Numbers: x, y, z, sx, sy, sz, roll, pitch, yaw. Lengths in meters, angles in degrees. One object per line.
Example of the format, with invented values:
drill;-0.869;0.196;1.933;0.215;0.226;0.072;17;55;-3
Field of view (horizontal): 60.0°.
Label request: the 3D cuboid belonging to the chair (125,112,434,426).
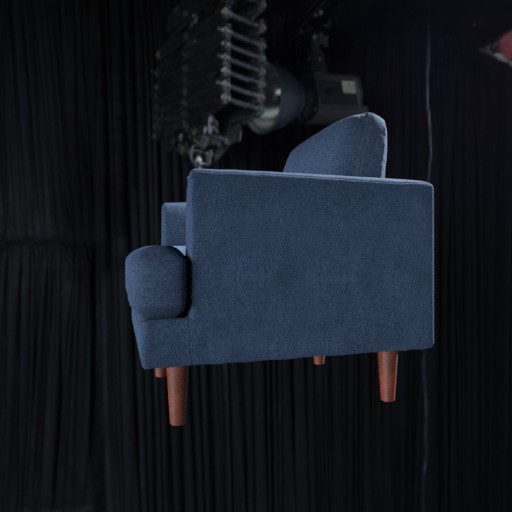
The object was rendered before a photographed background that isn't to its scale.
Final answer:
chair;0.000;0.000;1.606;0.899;0.957;0.858;0;0;-17
